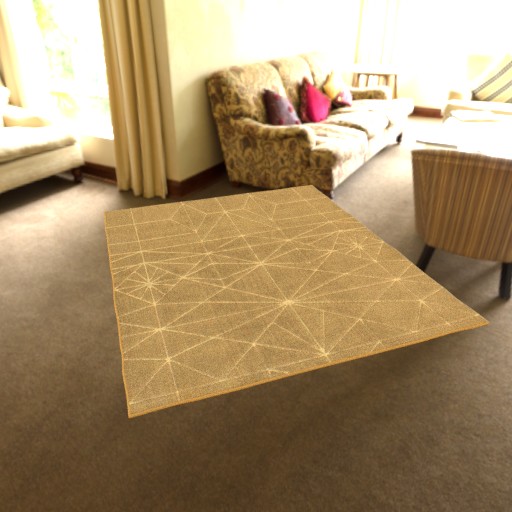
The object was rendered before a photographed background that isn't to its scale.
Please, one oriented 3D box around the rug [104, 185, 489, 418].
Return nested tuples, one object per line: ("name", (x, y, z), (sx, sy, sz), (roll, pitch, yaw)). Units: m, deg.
("rug", (0.000, 0.000, 0.872), (0.548, 0.006, 0.639), (-10, 31, -17))
